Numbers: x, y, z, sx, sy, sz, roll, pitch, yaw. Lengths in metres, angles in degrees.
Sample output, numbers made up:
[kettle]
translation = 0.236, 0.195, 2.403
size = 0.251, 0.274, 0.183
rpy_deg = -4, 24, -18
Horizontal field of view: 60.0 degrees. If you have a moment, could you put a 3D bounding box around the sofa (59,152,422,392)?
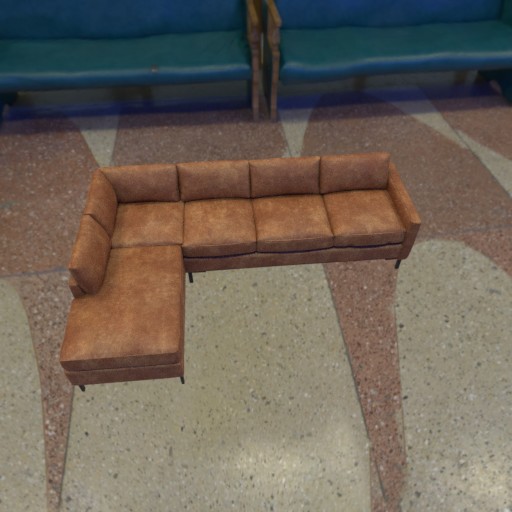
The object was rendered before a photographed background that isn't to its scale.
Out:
[sofa]
translation = 0.000, 0.000, 3.892
size = 2.984, 0.877, 1.938
rpy_deg = -4, 47, -3
